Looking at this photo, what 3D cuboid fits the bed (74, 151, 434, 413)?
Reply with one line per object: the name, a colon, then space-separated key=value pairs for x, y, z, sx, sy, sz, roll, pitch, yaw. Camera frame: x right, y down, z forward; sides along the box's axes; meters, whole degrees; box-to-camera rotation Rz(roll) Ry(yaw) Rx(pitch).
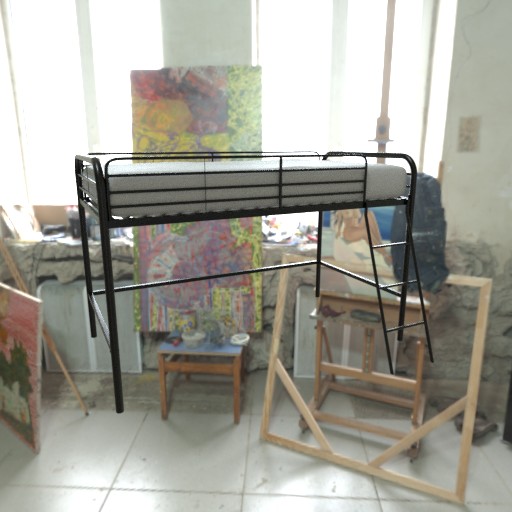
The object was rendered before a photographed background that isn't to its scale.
bed: x=0.000 y=0.000 z=2.860 sx=1.968 sy=1.289 sz=1.393 roll=-7 pitch=16 yaw=-26
